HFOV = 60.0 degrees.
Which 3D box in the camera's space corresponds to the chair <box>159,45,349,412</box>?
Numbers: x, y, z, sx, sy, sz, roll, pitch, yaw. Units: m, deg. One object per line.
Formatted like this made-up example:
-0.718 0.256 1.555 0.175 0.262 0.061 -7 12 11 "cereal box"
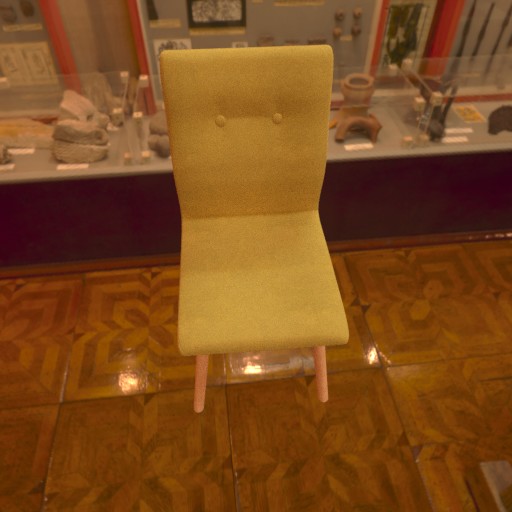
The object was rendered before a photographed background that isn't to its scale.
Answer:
0.000 0.000 1.283 0.450 0.965 0.550 -4 46 -3 "chair"
